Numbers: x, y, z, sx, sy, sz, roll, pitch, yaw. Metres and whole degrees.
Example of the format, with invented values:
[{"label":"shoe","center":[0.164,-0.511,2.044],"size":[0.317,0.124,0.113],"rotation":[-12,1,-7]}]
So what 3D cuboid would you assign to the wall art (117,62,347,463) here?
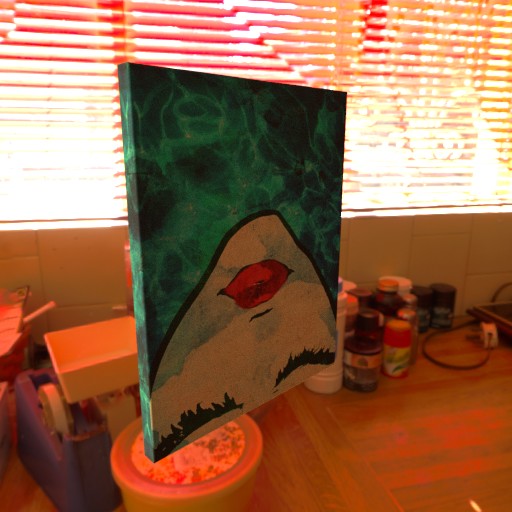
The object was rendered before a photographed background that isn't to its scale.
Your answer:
[{"label":"wall art","center":[0.000,0.000,1.026],"size":[0.609,0.760,0.038],"rotation":[-13,19,-42]}]
